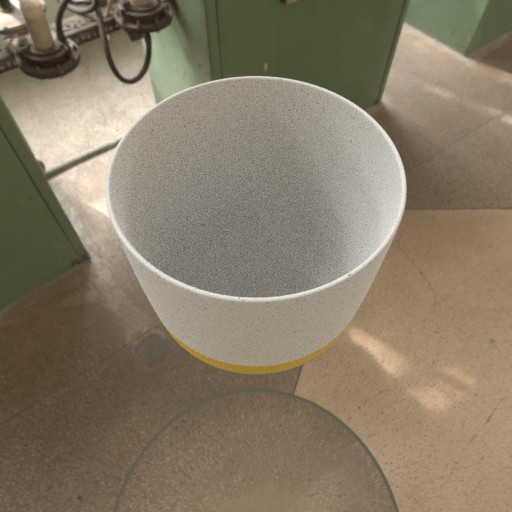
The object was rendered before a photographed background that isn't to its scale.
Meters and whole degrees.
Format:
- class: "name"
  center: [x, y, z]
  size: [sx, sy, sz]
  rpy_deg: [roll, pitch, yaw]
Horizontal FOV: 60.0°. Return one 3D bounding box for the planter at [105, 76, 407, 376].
- class: "planter"
  center: [0.000, 0.000, 0.380]
  size: [0.195, 0.214, 0.195]
  rpy_deg: [0, 58, 0]
